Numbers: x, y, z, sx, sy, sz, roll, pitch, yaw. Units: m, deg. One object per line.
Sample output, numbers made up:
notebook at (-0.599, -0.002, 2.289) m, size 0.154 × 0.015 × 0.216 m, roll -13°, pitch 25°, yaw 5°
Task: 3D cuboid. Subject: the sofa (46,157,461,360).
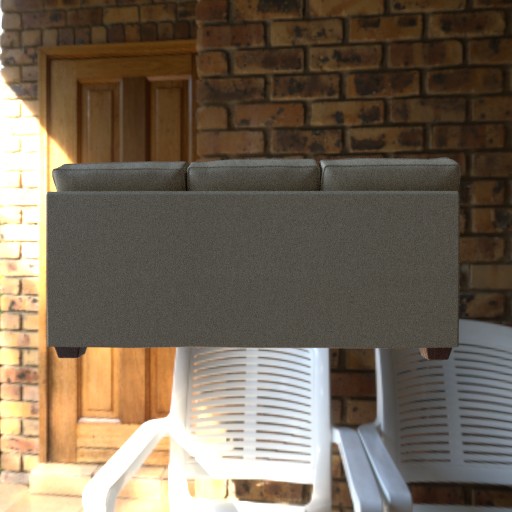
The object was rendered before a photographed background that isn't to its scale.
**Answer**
sofa at (0.000, 0.000, 2.543) m, size 1.962 × 0.973 × 1.027 m, roll 0°, pitch 0°, yaw 0°
